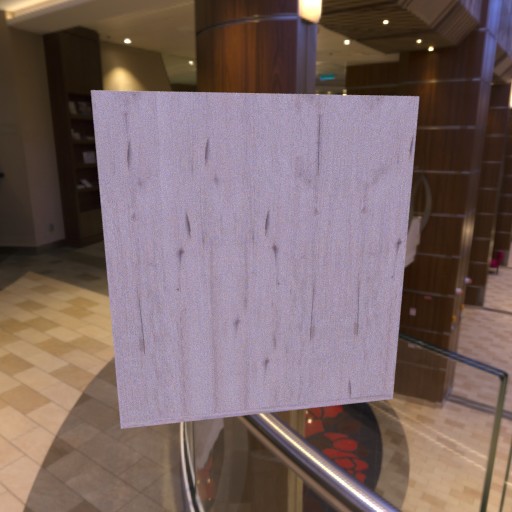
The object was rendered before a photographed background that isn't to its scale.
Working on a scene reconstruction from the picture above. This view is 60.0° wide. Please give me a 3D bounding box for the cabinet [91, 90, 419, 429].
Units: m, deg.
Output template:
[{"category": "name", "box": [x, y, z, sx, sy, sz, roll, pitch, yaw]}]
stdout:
[{"category": "cabinet", "box": [0.000, 0.000, 3.245, 2.000, 2.180, 0.660, -3, 15, -10]}]
